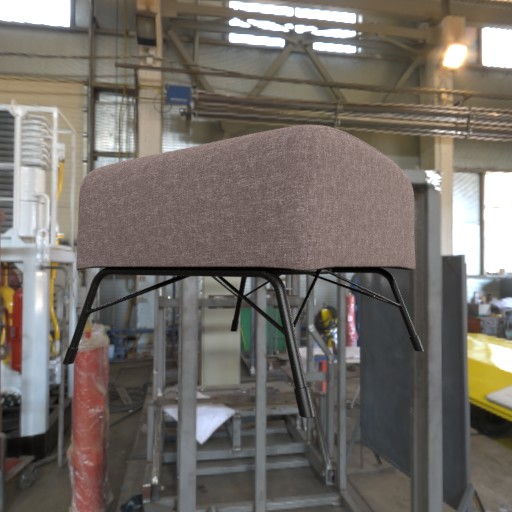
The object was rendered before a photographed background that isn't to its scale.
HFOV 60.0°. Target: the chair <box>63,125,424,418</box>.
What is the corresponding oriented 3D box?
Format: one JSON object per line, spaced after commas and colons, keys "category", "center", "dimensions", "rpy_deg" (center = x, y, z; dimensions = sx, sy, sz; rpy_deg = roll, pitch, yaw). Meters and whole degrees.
{"category": "chair", "center": [0.000, 0.000, 0.907], "dimensions": [0.530, 0.410, 0.530], "rpy_deg": [-1, -2, 35]}
